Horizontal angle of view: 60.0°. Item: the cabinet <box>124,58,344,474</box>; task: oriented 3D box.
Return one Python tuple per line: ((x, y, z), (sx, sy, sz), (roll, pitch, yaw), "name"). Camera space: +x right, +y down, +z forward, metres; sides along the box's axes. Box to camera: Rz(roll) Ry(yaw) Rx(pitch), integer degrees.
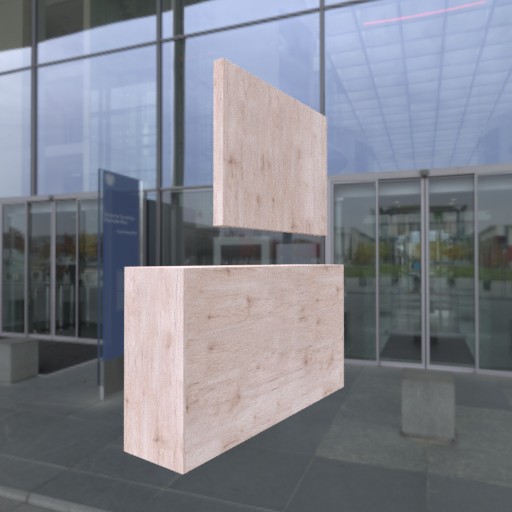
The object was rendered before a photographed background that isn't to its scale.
((0.000, 0.000, 2.803), (0.420, 1.981, 1.700), (0, -1, 36), "cabinet")
